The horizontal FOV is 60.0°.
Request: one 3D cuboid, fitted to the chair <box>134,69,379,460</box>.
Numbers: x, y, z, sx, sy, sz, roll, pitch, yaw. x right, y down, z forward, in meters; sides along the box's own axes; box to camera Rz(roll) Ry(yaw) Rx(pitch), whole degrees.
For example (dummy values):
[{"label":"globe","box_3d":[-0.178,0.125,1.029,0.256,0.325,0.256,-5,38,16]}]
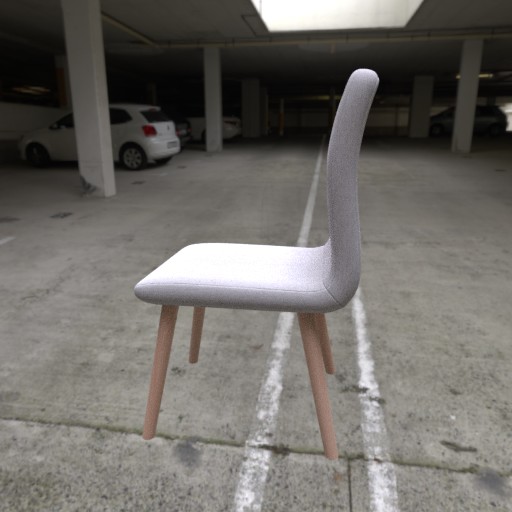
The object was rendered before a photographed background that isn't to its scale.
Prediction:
[{"label":"chair","box_3d":[0.000,0.000,1.194,0.550,0.885,0.435,2,15,9]}]
